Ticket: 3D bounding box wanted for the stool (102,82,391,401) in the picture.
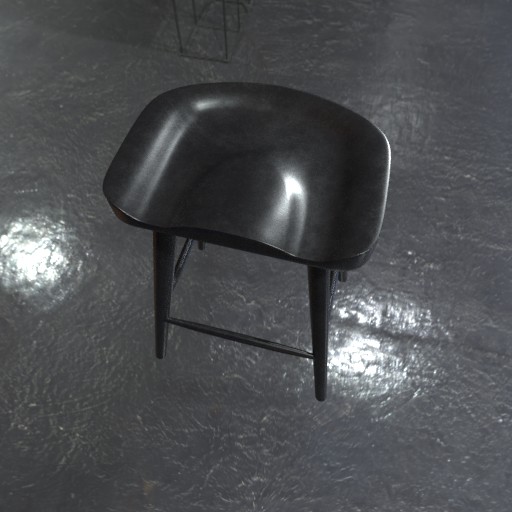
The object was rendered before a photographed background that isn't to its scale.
[{"bbox_3d":[0.000,0.000,0.925,0.440,0.615,0.361,13,60,8],"label":"stool"}]
